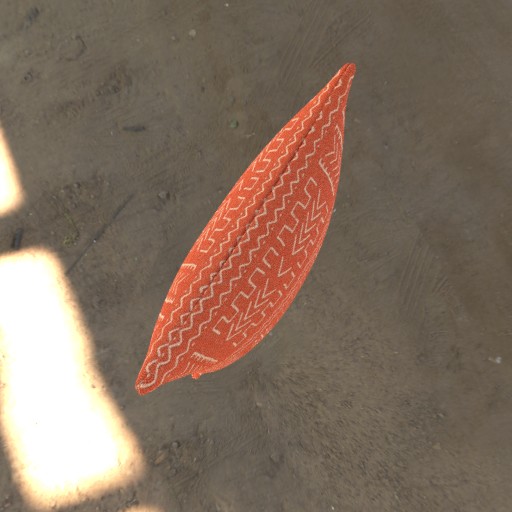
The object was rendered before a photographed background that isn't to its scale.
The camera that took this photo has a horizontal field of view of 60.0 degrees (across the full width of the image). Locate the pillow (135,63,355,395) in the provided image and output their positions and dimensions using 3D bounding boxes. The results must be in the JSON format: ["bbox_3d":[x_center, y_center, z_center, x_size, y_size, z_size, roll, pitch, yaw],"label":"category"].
[{"bbox_3d":[0.000,0.000,0.671,0.164,0.429,0.438,31,78,7],"label":"pillow"}]
